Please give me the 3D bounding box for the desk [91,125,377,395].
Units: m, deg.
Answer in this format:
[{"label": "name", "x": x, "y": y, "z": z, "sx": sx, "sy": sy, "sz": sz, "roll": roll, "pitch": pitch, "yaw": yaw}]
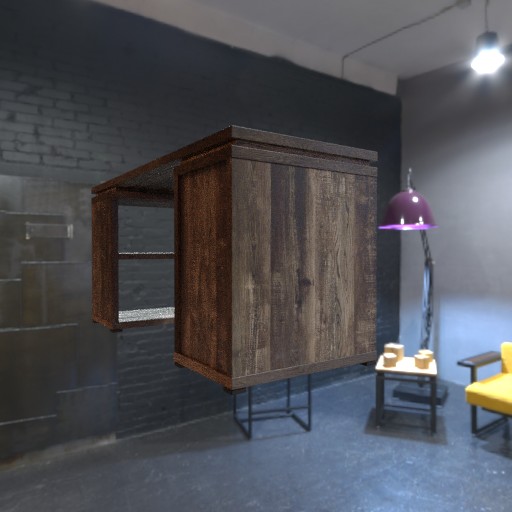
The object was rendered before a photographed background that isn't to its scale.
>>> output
[{"label": "desk", "x": 0.000, "y": 0.000, "z": 2.202, "sx": 1.200, "sy": 0.753, "sz": 1.524, "roll": -1, "pitch": 1, "yaw": -34}]
